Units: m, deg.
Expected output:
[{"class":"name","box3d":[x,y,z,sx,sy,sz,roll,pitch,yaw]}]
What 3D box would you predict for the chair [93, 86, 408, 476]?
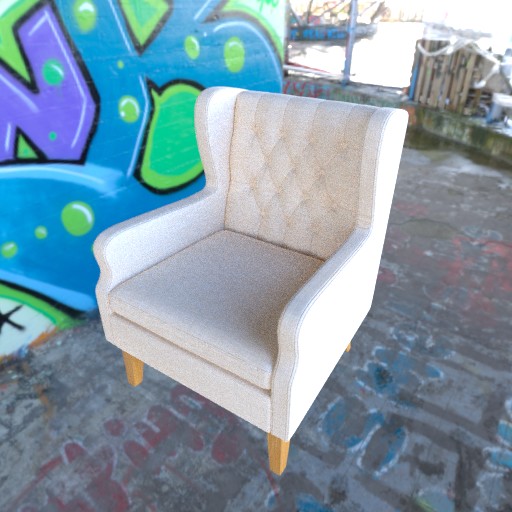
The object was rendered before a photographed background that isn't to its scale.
[{"class":"chair","box3d":[0.000,0.000,1.448,0.710,0.930,0.760,19,36,29]}]
